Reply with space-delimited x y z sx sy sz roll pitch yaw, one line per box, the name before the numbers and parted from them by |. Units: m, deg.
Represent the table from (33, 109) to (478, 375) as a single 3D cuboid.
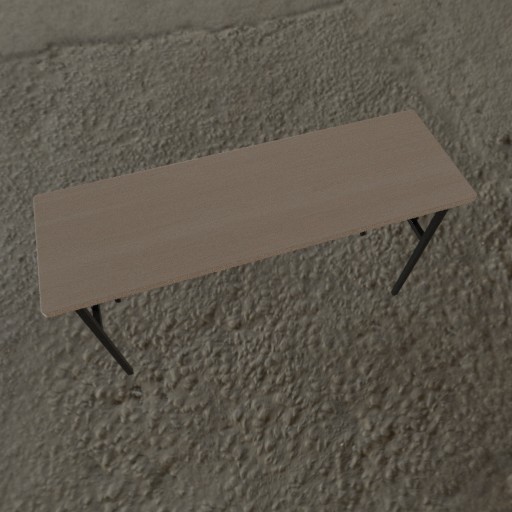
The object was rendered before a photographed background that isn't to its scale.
table | 0.000 0.000 1.776 1.397 0.750 0.447 -15 60 -9
